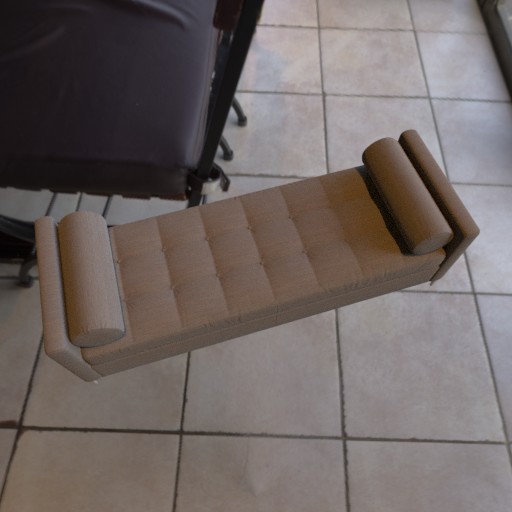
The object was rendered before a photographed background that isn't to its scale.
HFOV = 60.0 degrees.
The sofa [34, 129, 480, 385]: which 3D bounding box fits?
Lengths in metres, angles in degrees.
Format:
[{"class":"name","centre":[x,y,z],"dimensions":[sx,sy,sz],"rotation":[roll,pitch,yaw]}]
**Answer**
[{"class":"sofa","centre":[0.000,0.000,2.327],"dimensions":[1.981,0.635,0.686],"rotation":[-15,63,-8]}]
